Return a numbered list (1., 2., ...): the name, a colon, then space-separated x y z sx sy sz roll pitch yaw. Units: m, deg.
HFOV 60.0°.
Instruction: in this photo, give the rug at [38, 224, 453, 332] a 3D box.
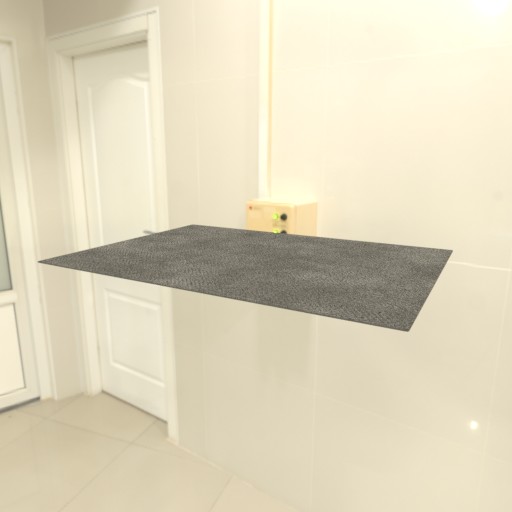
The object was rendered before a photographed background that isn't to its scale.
1. rug: 0.000 0.000 2.917 2.235 0.008 1.600 7 15 28
